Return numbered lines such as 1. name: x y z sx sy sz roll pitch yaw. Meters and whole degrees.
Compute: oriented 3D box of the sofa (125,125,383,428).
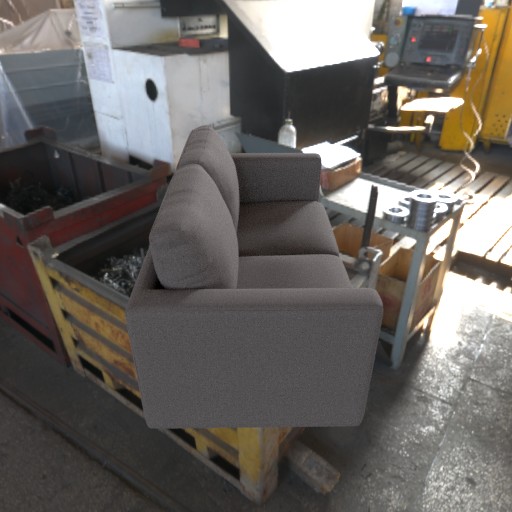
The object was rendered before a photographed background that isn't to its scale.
1. sofa: 0.000 0.000 2.019 0.796 0.908 1.430 0 31 -1
